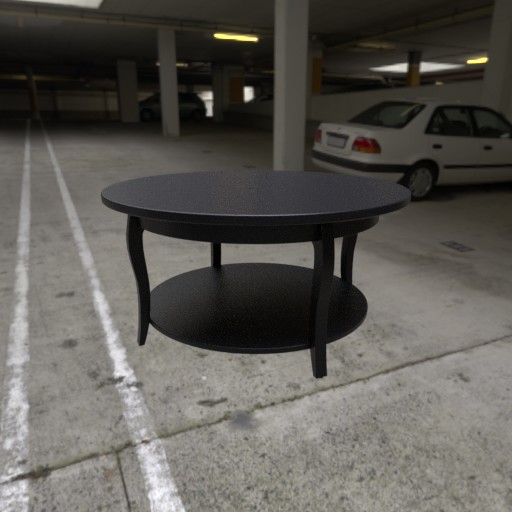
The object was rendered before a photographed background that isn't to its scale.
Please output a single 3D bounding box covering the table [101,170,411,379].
[{"bbox_3d":[0.000,0.000,1.442,0.914,0.457,0.914,0,17,0],"label":"table"}]
